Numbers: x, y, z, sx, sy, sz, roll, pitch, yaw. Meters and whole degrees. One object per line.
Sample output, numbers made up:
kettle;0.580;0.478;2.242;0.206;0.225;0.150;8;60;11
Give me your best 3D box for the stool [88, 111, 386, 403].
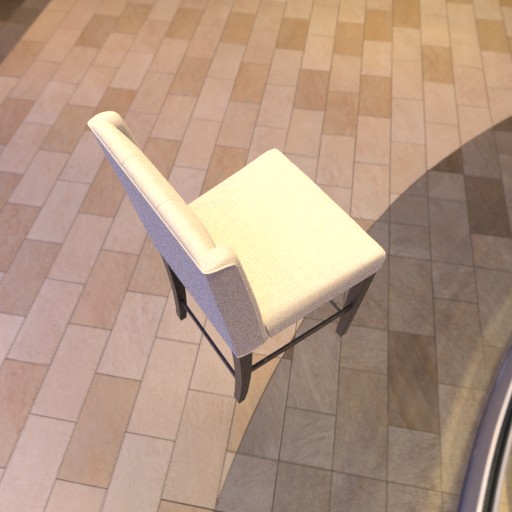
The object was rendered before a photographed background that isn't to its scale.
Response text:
stool;0.000;0.000;1.235;0.509;0.939;0.474;-32;63;-18
